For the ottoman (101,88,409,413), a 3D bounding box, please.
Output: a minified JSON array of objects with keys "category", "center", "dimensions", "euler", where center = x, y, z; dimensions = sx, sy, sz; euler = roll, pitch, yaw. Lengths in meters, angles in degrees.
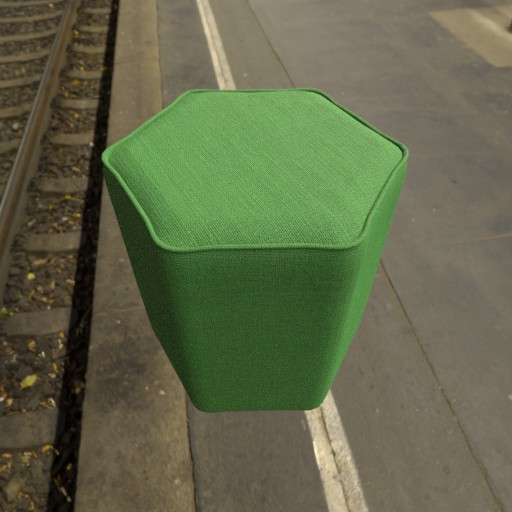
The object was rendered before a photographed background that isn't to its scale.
[{"category":"ottoman","center":[0.000,0.000,0.884],"dimensions":[0.444,0.507,0.499],"euler":[-24,51,-21]}]
